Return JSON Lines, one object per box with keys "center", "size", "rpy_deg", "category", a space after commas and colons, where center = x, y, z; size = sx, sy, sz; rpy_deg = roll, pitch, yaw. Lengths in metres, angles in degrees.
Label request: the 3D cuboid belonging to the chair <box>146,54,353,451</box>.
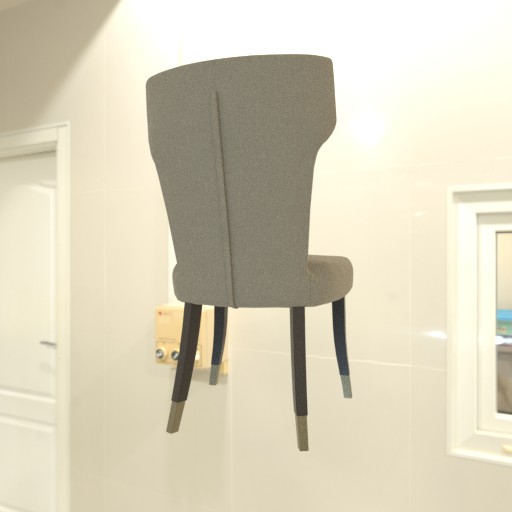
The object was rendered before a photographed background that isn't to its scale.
{"center": [0.000, 0.000, 1.321], "size": [0.526, 0.955, 0.630], "rpy_deg": [0, 0, 17], "category": "chair"}
